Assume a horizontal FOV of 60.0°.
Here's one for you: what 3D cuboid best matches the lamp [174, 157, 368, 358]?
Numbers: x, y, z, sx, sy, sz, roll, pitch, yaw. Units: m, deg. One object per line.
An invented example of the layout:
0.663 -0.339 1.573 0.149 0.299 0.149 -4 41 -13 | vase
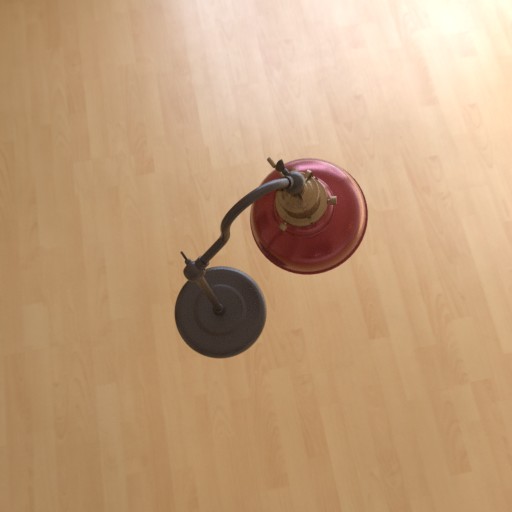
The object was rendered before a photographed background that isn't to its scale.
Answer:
0.000 0.000 0.694 0.374 0.508 0.192 -35 78 -9 | lamp
